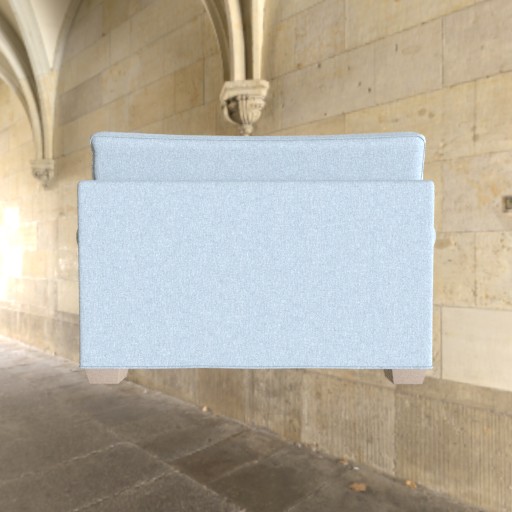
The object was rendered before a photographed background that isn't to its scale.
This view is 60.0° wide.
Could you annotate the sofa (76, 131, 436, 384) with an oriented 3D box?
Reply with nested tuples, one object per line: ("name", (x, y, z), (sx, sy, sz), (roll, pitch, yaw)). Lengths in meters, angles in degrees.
("sofa", (0.000, 0.000, 2.054), (1.410, 0.953, 0.940), (0, -1, 0))
